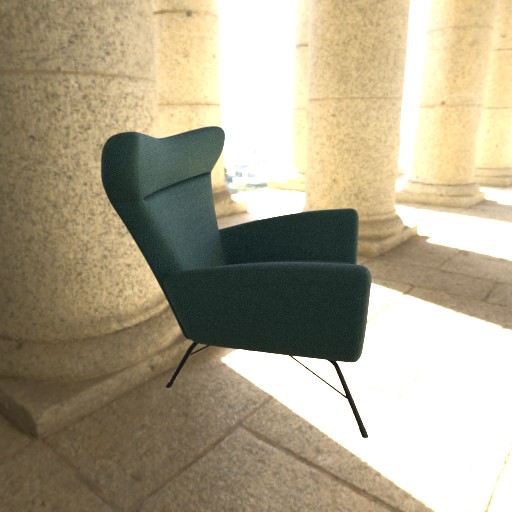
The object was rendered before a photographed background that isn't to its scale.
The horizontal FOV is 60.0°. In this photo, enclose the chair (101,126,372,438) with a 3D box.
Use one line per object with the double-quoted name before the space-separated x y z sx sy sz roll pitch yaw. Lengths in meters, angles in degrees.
"chair" 0.000 0.000 1.768 0.900 0.980 1.050 3 17 10
